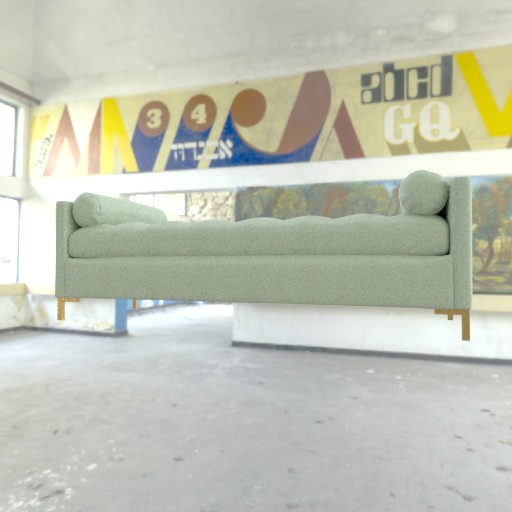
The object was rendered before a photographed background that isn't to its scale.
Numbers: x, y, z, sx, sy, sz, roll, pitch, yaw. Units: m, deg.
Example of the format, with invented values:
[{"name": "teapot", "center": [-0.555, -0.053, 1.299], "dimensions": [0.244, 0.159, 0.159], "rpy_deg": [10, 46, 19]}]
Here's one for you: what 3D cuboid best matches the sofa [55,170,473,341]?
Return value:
[{"name": "sofa", "center": [0.000, 0.000, 2.451], "dimensions": [2.102, 0.705, 0.796], "rpy_deg": [0, -1, 19]}]
